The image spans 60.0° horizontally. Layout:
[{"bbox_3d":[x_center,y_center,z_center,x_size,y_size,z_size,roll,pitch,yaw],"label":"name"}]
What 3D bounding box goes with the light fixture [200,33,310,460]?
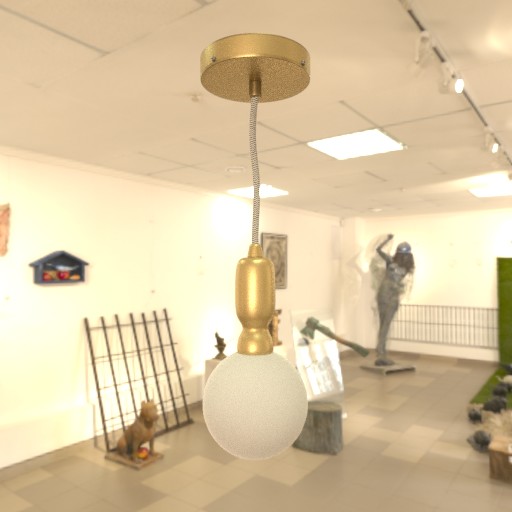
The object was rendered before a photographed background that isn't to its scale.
[{"bbox_3d":[0.000,0.000,0.572,0.146,0.510,0.147,-1,-2,36],"label":"light fixture"}]
